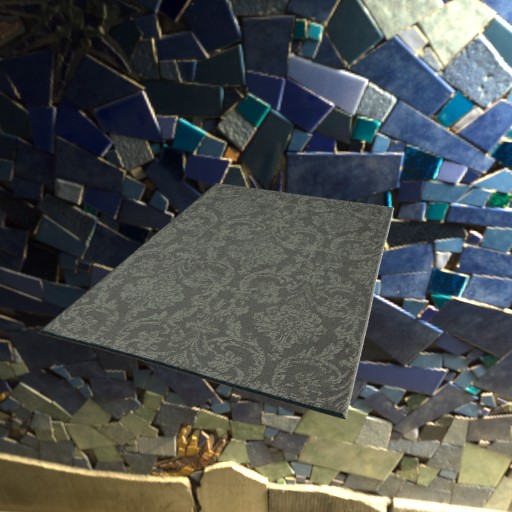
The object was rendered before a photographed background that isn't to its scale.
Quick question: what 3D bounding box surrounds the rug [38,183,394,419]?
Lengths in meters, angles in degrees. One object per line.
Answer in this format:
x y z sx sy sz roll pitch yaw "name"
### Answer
0.000 0.000 2.929 1.578 0.014 2.206 10 32 17 "rug"
